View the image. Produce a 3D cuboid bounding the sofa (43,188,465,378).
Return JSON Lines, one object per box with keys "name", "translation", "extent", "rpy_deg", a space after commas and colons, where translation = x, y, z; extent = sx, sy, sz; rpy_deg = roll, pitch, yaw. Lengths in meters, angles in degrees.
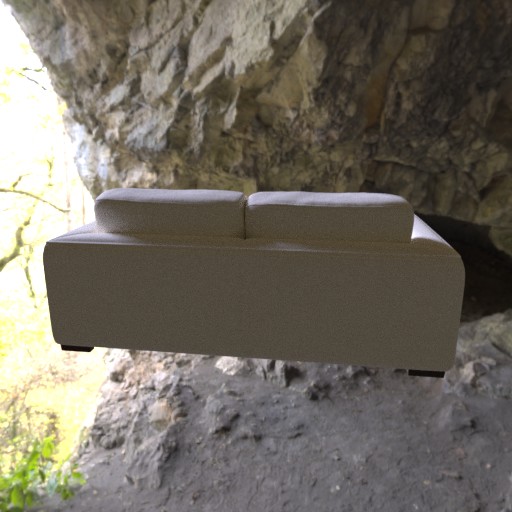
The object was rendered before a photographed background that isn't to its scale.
{"name": "sofa", "translation": [0.000, 0.000, 2.483], "extent": [1.920, 0.801, 1.069], "rpy_deg": [2, 16, 8]}
